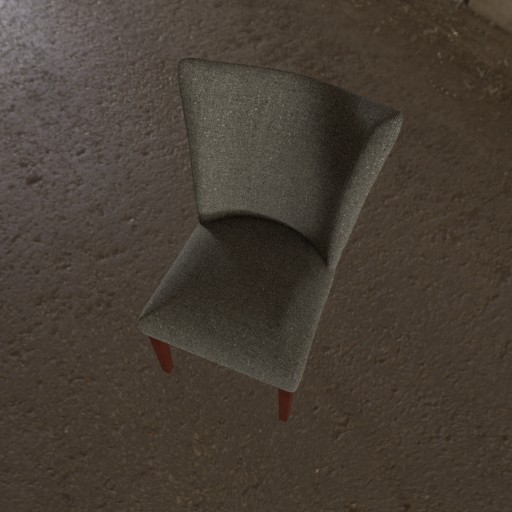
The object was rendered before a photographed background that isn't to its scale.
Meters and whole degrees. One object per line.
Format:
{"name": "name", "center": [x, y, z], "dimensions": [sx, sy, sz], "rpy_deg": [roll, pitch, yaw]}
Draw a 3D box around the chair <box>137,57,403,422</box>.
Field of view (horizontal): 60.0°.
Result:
{"name": "chair", "center": [0.000, 0.000, 1.291], "dimensions": [0.535, 0.924, 0.623], "rpy_deg": [19, 60, 11]}
